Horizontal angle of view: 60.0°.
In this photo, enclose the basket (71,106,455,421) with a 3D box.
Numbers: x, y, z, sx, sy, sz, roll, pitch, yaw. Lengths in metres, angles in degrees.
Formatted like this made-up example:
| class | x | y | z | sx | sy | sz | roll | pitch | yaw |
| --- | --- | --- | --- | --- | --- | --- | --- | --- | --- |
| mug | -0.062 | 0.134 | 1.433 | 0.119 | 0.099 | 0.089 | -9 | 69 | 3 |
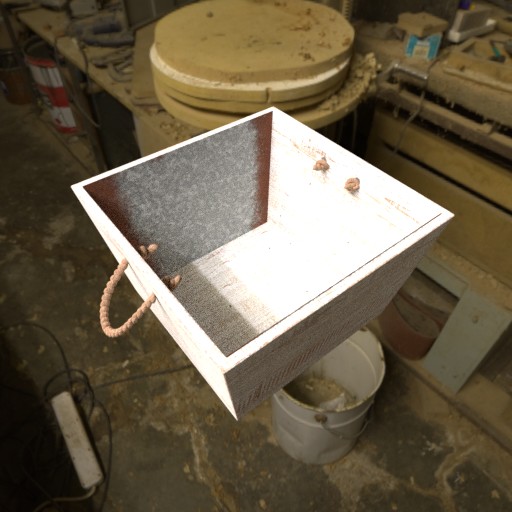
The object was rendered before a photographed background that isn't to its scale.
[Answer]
| class | x | y | z | sx | sy | sz | roll | pitch | yaw |
| --- | --- | --- | --- | --- | --- | --- | --- | --- | --- |
| basket | 0.000 | 0.000 | 0.757 | 0.545 | 0.247 | 0.413 | -30 | 53 | -25 |
